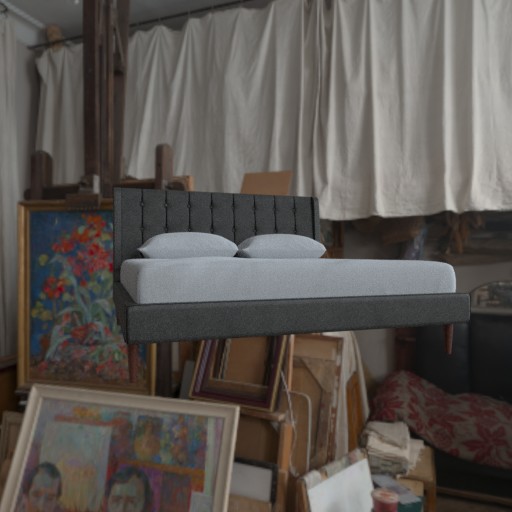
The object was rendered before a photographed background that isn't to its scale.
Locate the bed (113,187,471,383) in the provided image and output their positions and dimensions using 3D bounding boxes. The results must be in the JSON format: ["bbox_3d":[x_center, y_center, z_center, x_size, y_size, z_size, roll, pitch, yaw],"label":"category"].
[{"bbox_3d":[0.000,0.000,3.168,1.903,1.158,2.031,0,0,-19],"label":"bed"}]
